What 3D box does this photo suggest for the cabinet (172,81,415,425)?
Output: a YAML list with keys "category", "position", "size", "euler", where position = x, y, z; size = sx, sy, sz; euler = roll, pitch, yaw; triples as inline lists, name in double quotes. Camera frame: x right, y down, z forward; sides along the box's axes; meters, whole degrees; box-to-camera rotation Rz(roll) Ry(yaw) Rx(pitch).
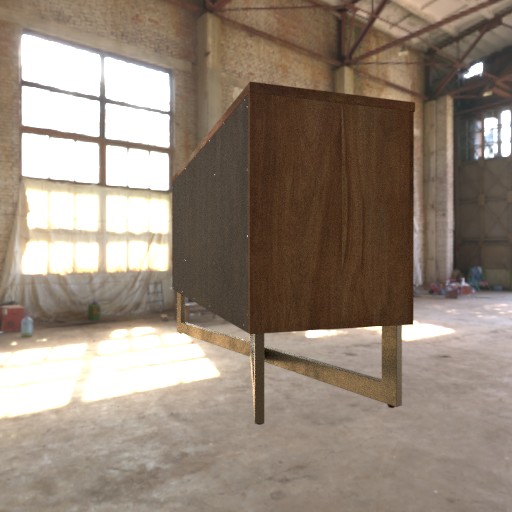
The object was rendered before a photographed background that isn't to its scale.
- category: "cabinet"
  position: [0.000, 0.000, 1.751]
  size: [0.480, 0.812, 1.373]
  euler: [0, 0, -18]
